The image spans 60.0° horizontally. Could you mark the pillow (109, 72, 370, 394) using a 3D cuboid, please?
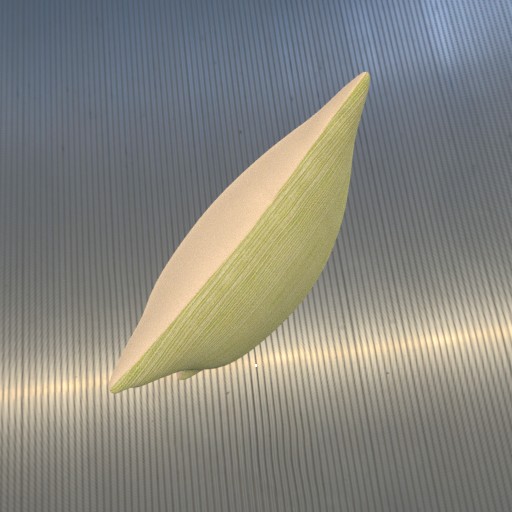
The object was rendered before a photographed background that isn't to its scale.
[{"bbox_3d":[0.000,0.000,0.798,0.229,0.487,0.560,37,79,8],"label":"pillow"}]
